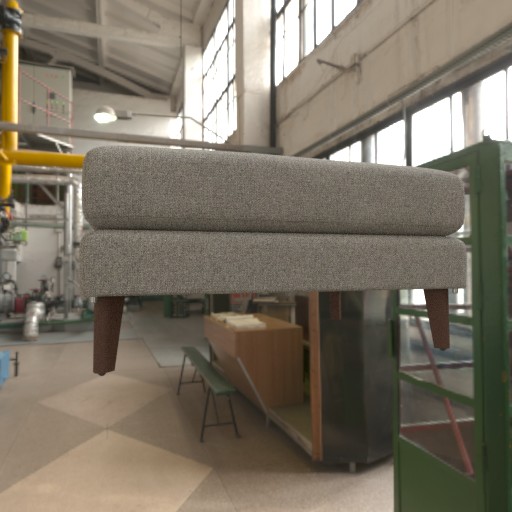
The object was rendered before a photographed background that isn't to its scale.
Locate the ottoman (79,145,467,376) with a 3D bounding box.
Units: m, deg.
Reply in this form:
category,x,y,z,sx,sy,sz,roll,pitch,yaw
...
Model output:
category,x,y,z,sx,sy,sz,roll,pitch,yaw
ottoman,0.000,0.000,1.158,0.821,0.441,0.611,0,-1,-17
